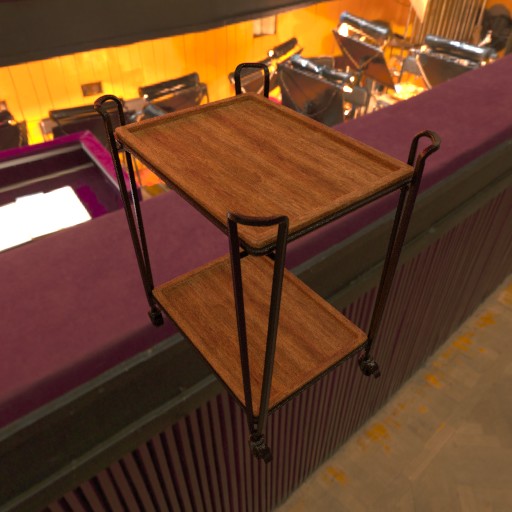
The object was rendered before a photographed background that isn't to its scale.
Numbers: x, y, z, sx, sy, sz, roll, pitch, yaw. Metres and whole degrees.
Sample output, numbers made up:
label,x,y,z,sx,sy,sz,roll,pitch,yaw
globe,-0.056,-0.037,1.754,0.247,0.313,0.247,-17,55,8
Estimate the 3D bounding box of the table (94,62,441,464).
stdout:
label,x,y,z,sx,sy,sz,roll,pitch,yaw
table,0.000,0.000,1.219,0.505,0.785,0.672,-26,47,-28
